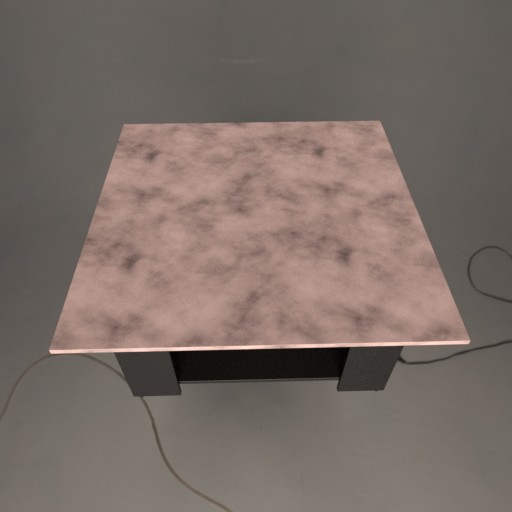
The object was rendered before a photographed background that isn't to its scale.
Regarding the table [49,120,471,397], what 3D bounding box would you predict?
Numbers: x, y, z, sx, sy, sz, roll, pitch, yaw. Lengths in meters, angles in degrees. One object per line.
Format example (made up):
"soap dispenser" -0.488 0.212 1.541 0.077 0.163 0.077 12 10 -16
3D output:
"table" 0.000 0.000 1.042 0.670 0.305 0.670 -1 47 -1
